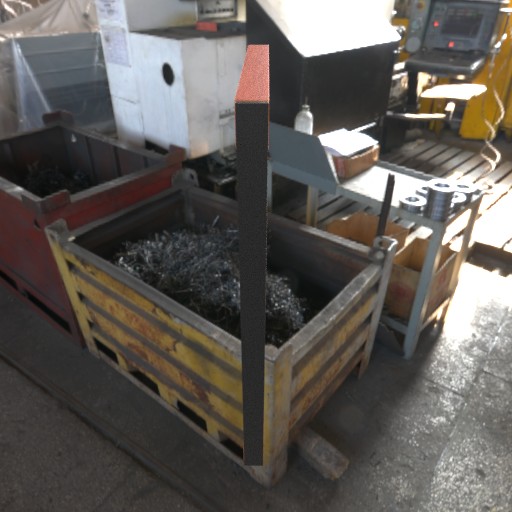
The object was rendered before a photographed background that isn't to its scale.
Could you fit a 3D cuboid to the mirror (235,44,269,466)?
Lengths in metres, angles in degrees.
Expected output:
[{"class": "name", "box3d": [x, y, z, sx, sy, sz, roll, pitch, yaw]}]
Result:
[{"class": "mirror", "box3d": [0.000, 0.000, 1.027, 0.047, 0.823, 0.525, 1, 33, 1]}]
